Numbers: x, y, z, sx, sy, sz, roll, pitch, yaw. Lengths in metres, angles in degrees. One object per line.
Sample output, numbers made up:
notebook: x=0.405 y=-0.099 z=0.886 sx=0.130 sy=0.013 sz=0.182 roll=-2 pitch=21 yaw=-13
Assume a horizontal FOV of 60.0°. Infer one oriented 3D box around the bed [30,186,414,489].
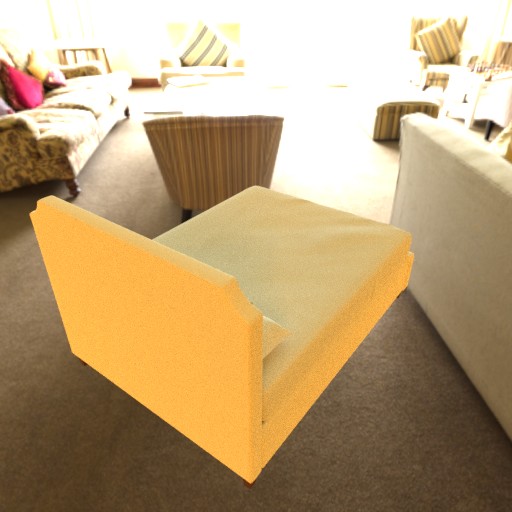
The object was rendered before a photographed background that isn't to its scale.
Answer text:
bed: x=0.000 y=0.000 z=3.348 sx=1.703 sy=1.415 sz=2.329 roll=22 pitch=39 yaw=30
